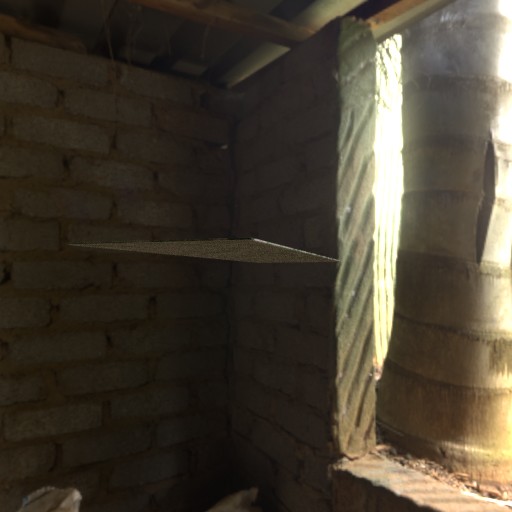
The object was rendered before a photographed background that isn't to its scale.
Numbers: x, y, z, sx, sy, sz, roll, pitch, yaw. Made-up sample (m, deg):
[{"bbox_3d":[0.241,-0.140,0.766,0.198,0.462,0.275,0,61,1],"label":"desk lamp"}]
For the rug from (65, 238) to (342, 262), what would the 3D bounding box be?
[{"bbox_3d":[0.000,0.000,2.747,0.761,0.006,2.438,-1,-3,18],"label":"rug"}]
